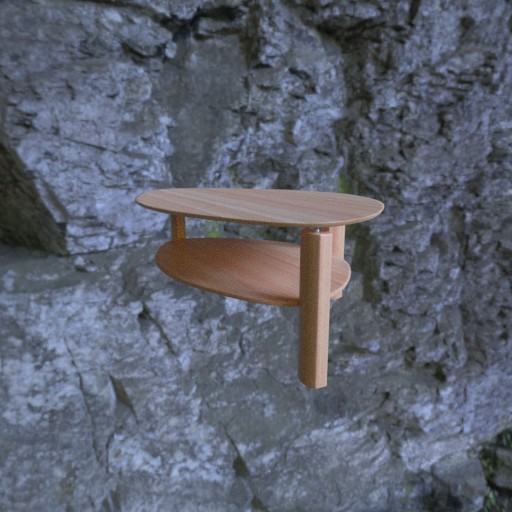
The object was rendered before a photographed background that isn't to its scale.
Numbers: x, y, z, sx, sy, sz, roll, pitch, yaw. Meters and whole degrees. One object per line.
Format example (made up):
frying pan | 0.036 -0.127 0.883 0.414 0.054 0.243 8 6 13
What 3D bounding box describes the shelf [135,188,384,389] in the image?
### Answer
shelf | 0.000 0.000 1.689 0.845 0.440 1.246 -7 14 -27
